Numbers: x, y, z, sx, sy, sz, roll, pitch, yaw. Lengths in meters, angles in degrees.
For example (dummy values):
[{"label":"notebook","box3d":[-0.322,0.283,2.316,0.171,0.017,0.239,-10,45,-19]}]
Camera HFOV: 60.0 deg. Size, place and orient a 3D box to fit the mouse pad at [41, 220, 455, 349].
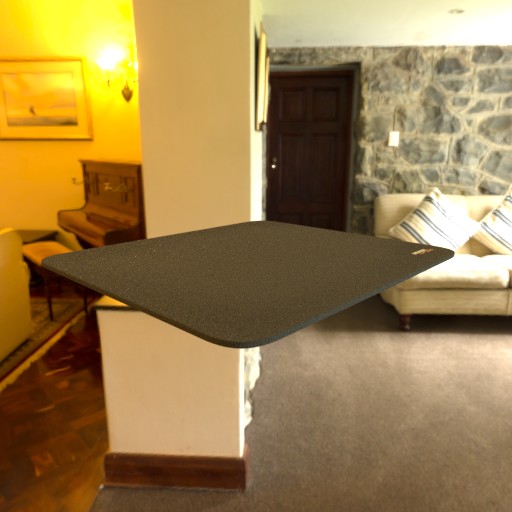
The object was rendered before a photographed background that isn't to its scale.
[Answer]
[{"label":"mouse pad","box3d":[0.000,0.000,0.314,0.203,0.003,0.229,13,19,42]}]
